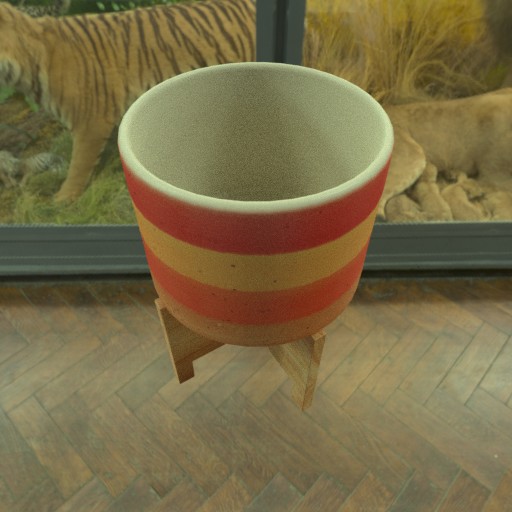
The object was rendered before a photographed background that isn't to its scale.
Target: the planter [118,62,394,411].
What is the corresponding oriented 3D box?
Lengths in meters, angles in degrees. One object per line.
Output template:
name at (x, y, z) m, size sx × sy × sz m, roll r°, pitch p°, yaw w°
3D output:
planter at (0.000, 0.000, 0.556) m, size 0.269 × 0.379 × 0.269 m, roll 0°, pitch 47°, yaw 0°
